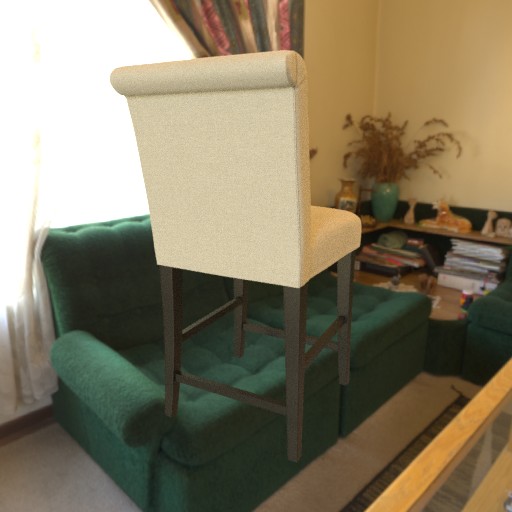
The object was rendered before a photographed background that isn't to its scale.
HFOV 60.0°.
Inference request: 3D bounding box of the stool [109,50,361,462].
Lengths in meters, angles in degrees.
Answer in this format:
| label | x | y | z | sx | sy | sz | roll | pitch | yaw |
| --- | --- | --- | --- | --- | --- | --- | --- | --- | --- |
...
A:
| label | x | y | z | sx | sy | sz | roll | pitch | yaw |
| --- | --- | --- | --- | --- | --- | --- | --- | --- | --- |
| stool | 0.000 | 0.000 | 1.272 | 0.452 | 0.976 | 0.597 | 8 | 17 | 27 |
